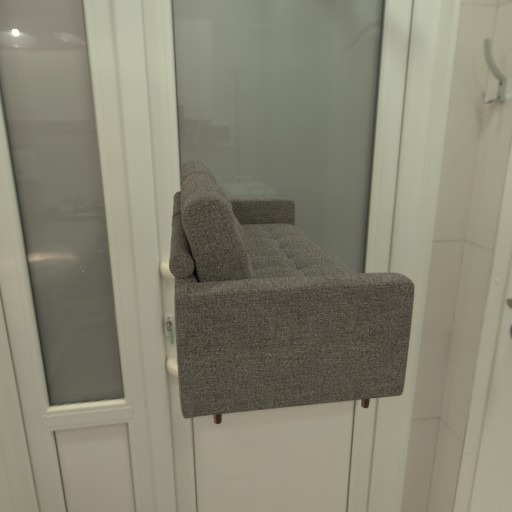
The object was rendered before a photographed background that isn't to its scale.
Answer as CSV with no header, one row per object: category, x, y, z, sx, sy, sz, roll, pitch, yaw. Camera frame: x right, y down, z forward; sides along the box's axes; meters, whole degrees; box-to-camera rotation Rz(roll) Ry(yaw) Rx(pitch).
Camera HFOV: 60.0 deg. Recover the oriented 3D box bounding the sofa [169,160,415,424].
sofa,0.000,0.000,2.371,0.863,0.902,1.821,-3,17,-9
